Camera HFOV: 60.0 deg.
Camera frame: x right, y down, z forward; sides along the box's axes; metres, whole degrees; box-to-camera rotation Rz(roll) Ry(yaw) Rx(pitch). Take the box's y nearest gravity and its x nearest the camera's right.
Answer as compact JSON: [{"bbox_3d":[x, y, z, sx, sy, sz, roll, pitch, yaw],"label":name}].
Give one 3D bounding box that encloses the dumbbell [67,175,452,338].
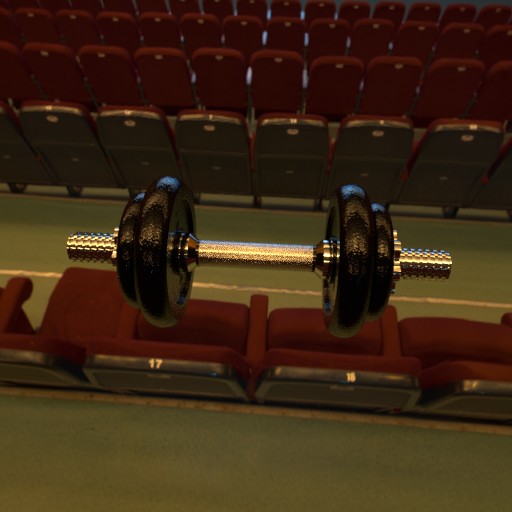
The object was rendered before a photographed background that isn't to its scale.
[{"bbox_3d":[0.000,0.000,0.591,0.497,0.202,0.202,3,47,3],"label":"dumbbell"}]
